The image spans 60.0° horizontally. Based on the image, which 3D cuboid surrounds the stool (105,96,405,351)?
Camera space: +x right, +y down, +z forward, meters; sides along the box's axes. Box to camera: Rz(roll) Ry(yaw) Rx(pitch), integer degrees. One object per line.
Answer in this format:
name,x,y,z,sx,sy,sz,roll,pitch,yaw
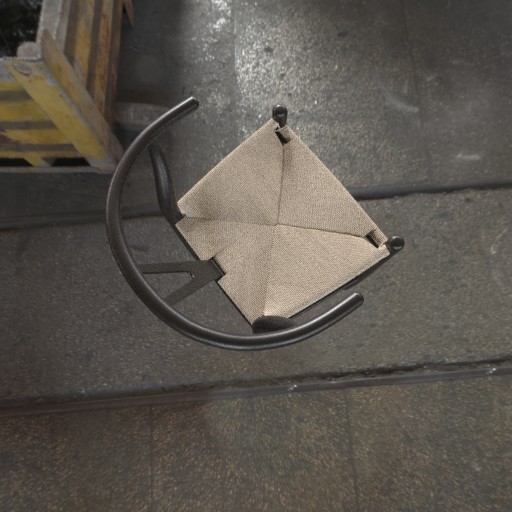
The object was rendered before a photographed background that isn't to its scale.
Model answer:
stool,0.000,0.000,1.317,0.579,0.970,0.569,-37,79,-8
